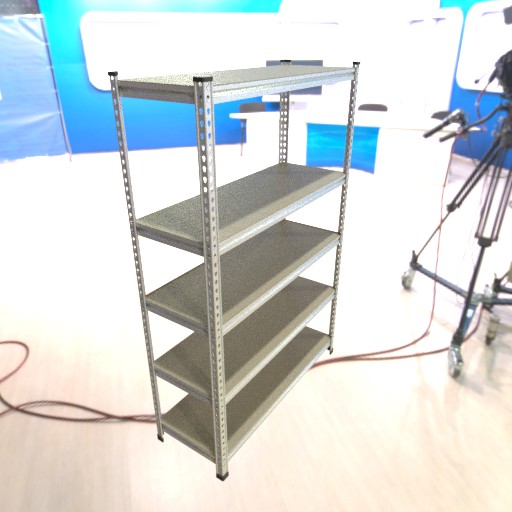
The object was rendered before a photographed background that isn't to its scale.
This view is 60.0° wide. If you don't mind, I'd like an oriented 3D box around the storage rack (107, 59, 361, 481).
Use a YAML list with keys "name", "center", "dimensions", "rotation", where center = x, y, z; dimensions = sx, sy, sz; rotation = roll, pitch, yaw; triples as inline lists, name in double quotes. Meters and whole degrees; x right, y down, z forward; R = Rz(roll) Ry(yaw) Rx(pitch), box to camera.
- name: "storage rack"
  center: [0.000, 0.000, 2.315]
  dimensions: [0.457, 1.829, 1.219]
  rotation: [17, 31, 31]
